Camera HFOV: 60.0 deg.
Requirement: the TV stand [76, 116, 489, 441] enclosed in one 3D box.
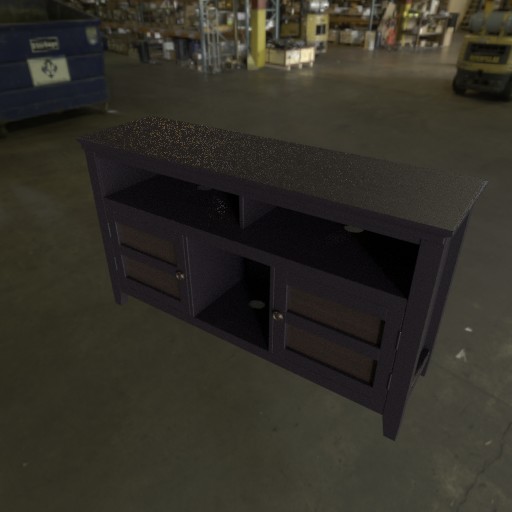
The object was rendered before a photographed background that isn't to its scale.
[{"bbox_3d":[0.000,0.000,1.466,1.198,0.681,0.347,19,36,28],"label":"TV stand"}]
